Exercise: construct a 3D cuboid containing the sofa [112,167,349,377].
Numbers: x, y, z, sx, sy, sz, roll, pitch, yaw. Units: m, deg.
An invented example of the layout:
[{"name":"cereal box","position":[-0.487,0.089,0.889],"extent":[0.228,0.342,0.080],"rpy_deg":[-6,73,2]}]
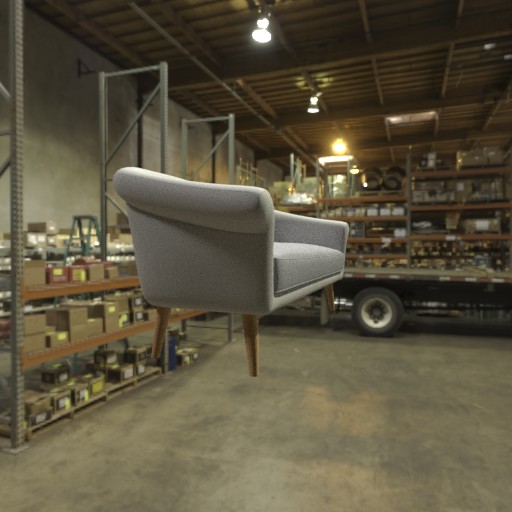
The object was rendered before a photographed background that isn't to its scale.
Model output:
[{"name":"sofa","position":[0.000,0.000,2.524],"extent":[0.827,0.795,2.160],"rpy_deg":[0,1,19]}]
